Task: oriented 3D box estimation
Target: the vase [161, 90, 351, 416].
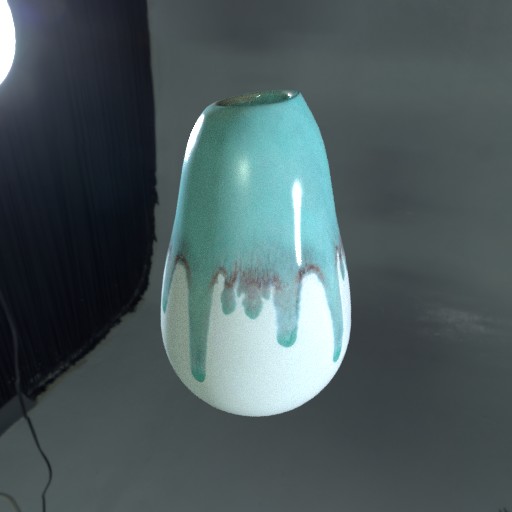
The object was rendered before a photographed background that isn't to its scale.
[{"bbox_3d":[0.000,0.000,0.258,0.116,0.179,0.116,0,27,0],"label":"vase"}]
